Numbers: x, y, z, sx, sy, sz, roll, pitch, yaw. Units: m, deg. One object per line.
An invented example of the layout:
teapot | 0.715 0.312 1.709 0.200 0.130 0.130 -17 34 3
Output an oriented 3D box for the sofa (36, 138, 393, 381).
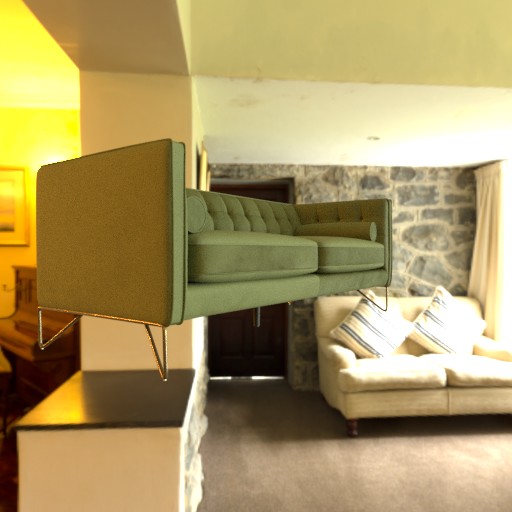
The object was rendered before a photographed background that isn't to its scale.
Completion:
sofa | 0.000 0.000 2.480 0.867 0.789 2.087 0 1 36
